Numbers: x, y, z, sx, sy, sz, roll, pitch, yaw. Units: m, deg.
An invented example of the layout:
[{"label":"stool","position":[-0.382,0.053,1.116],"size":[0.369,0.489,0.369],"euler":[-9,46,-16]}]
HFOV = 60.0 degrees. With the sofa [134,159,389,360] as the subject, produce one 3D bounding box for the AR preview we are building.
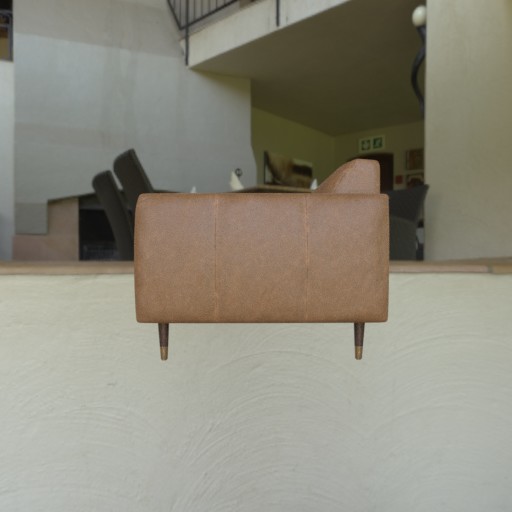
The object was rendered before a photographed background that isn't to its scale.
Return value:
[{"label":"sofa","position":[0.000,0.000,2.771],"size":[0.990,0.821,2.291],"euler":[0,1,-1]}]
